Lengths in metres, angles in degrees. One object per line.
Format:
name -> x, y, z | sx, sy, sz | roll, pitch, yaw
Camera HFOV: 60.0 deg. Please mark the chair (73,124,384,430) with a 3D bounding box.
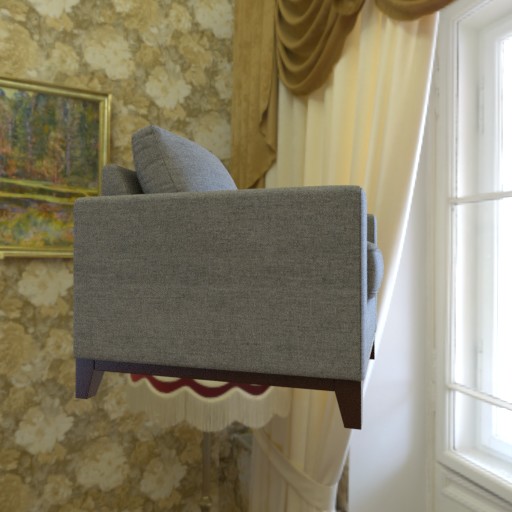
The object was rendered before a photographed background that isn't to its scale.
chair -> 0.000, 0.000, 1.887 | 1.038, 1.010, 1.024 | 0, 0, 17
